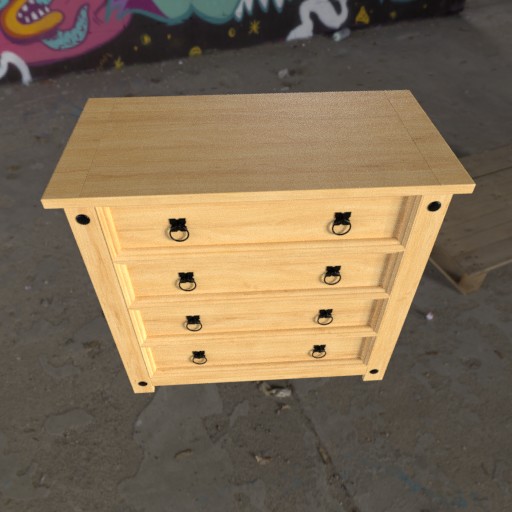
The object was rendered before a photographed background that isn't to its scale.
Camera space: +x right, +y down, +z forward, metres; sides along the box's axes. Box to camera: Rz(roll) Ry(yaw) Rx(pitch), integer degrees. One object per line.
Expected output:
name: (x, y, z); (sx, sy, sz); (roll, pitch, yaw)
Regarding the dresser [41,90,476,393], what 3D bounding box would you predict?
dresser: (0.000, 0.000, 1.213); (0.800, 0.730, 0.410); (-2, 44, -2)
